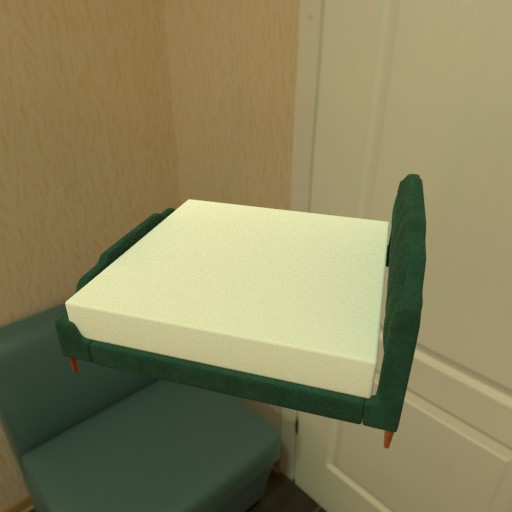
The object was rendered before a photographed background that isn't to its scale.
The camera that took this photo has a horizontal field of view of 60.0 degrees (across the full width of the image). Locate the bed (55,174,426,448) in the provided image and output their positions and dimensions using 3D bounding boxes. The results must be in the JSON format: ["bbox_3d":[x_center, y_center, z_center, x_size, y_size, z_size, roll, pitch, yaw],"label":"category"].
[{"bbox_3d":[0.000,0.000,3.528,2.340,1.245,2.074,8,29,15],"label":"bed"}]
